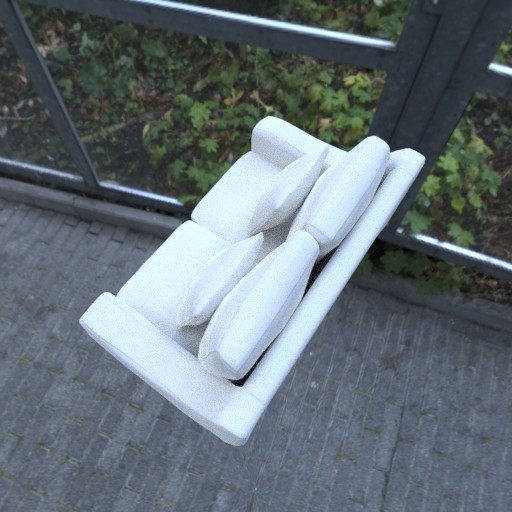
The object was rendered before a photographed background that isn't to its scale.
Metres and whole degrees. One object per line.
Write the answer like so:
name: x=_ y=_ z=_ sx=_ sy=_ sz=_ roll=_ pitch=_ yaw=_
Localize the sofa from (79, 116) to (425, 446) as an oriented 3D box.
sofa: x=0.000 y=0.000 z=2.456 sx=1.040 sy=1.047 sz=1.744 roll=31 pitch=67 yaw=15
